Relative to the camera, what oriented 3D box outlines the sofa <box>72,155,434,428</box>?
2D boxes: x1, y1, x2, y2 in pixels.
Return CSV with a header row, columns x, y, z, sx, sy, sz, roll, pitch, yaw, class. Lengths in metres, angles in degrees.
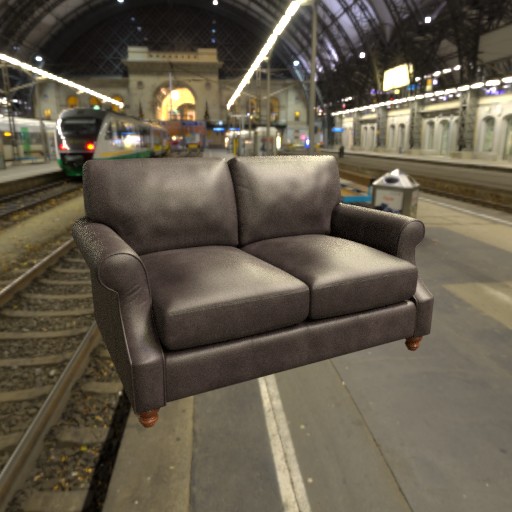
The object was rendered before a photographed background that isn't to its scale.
x,y,z,sx,sy,sz,roll,pitch,yaw,class
0.000,0.000,2.292,1.663,0.979,1.030,-7,16,-26,sofa
